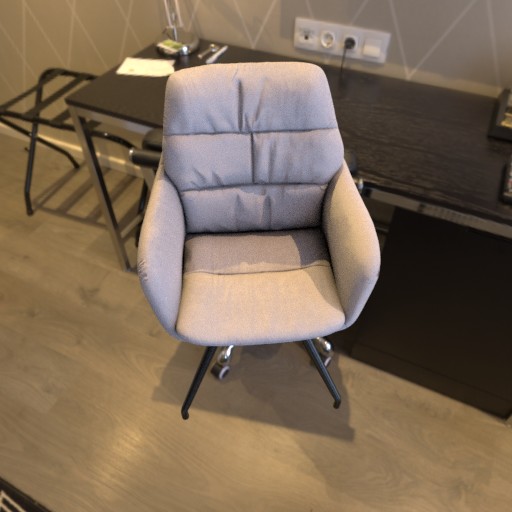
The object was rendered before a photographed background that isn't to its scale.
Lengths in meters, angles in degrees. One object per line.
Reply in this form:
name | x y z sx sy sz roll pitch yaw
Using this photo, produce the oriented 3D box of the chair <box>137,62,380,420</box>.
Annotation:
chair | 0.000 0.000 1.253 0.579 0.888 0.569 -3 47 -3
